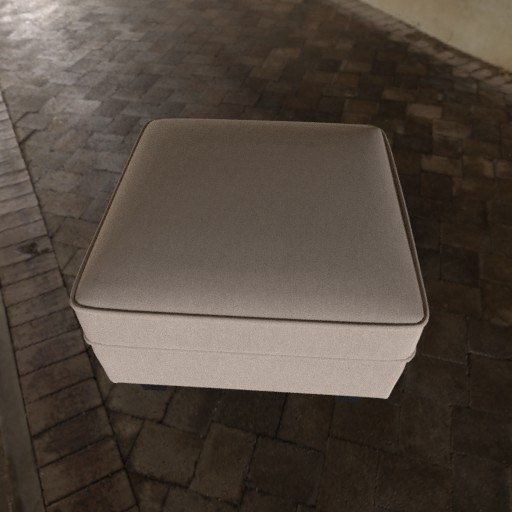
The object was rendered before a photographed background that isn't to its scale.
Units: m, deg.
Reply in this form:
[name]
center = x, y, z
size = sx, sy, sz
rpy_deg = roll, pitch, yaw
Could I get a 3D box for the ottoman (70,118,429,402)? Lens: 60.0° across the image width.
[ottoman]
center = 0.000, 0.000, 1.045
size = 0.613, 0.438, 0.616
rpy_deg = 3, 47, 2
